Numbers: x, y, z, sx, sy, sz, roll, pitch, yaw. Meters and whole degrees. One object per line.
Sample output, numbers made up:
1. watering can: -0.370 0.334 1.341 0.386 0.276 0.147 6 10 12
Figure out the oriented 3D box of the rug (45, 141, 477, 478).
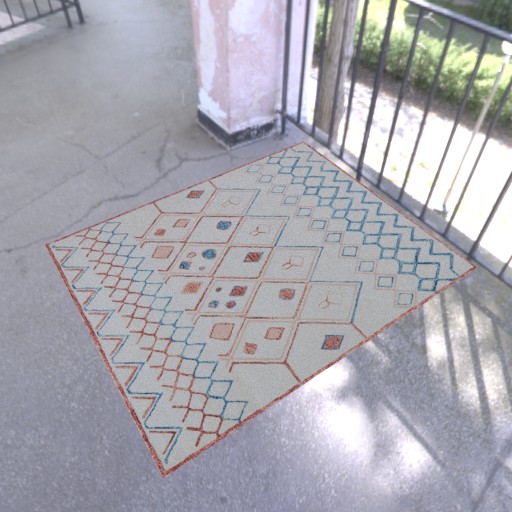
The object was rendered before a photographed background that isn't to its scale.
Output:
1. rug: 0.000 0.000 3.993 3.050 0.016 2.441 -27 52 -23
